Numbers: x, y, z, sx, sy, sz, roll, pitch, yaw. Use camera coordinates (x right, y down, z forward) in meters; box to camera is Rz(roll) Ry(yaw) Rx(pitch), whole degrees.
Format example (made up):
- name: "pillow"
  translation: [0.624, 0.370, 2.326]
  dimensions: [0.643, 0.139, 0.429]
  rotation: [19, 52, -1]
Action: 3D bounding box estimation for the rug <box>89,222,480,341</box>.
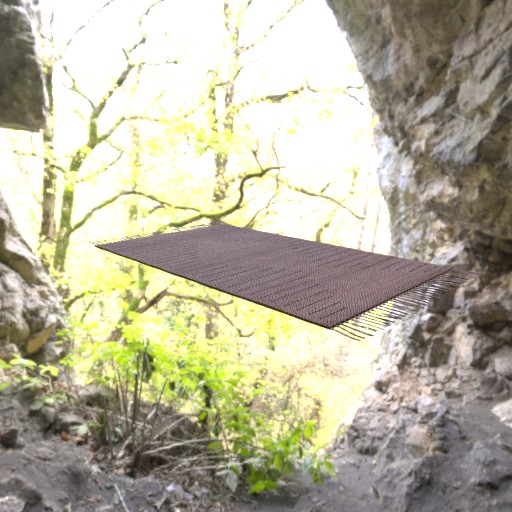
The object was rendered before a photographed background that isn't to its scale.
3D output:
- name: "rug"
  translation: [0.000, 0.000, 2.081]
  dimensions: [0.905, 0.017, 1.718]
  rotation: [-14, 20, -43]
